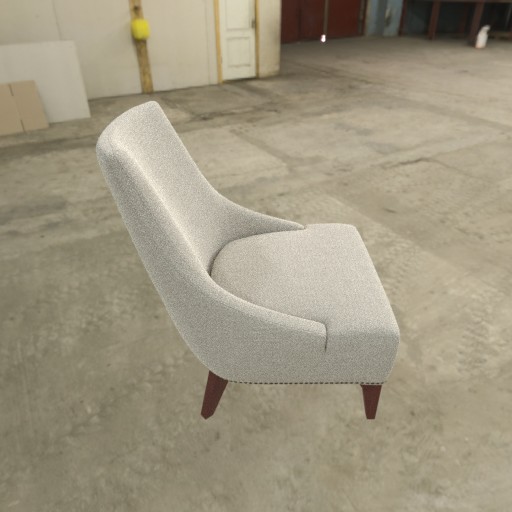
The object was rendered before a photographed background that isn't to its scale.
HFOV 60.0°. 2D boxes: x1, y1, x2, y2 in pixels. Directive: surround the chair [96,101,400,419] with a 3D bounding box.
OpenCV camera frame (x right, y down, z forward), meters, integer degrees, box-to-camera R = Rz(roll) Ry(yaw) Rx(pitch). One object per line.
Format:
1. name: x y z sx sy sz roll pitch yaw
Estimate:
1. chair: 0.000 0.000 1.508 0.861 0.909 0.701 0 32 0
